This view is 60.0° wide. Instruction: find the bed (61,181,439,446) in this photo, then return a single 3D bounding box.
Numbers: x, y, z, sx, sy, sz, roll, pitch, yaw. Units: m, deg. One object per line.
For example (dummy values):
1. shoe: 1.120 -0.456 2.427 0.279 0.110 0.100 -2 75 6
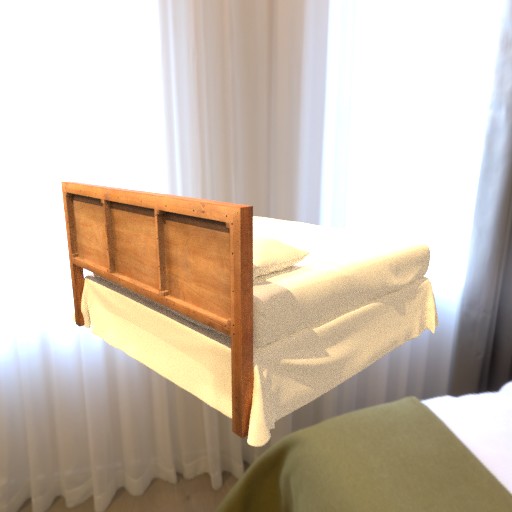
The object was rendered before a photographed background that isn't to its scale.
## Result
1. bed: 0.000 0.000 3.470 2.165 1.158 2.255 -13 19 -42
